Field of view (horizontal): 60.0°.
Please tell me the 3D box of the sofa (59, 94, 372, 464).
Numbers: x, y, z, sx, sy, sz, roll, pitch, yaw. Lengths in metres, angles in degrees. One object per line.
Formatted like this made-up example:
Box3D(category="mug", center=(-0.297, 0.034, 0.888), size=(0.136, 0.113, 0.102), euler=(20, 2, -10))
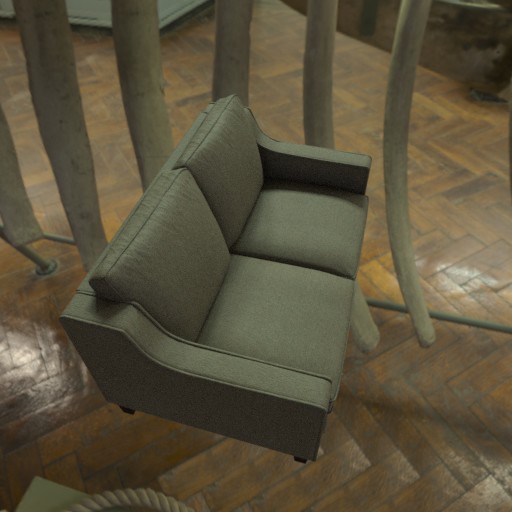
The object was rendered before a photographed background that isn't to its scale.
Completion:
Box3D(category="sofa", center=(0.000, 0.000, 2.143), size=(0.985, 0.981, 1.503), euler=(12, 49, 11))
